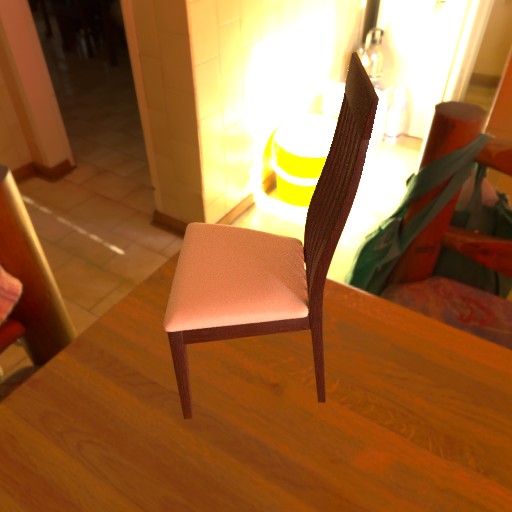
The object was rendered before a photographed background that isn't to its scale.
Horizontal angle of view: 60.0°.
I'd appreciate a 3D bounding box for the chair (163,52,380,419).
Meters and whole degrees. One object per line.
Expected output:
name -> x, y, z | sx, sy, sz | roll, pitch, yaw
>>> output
chair -> 0.000, 0.000, 1.270 | 0.474, 1.027, 0.460 | 1, 40, 1
